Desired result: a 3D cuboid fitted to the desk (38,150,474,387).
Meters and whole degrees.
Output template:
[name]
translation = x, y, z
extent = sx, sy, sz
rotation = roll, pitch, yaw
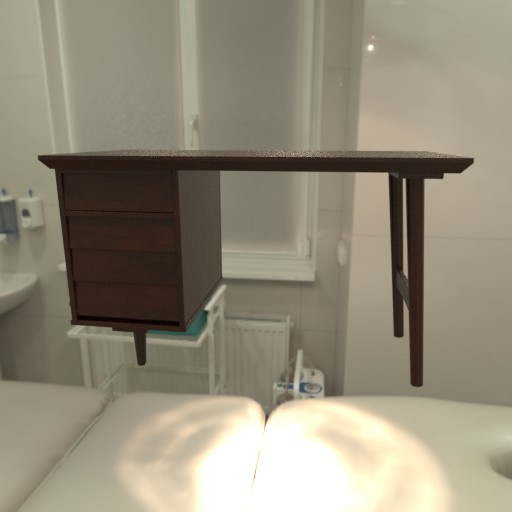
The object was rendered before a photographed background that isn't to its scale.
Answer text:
[desk]
translation = 0.000, 0.000, 1.671
extent = 1.277, 0.758, 0.612
rotation = 2, 15, 8
